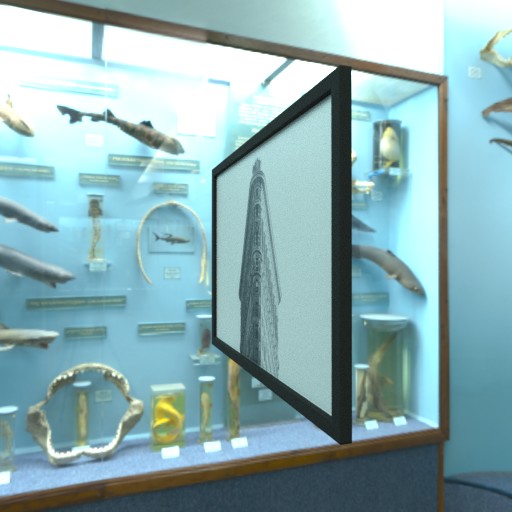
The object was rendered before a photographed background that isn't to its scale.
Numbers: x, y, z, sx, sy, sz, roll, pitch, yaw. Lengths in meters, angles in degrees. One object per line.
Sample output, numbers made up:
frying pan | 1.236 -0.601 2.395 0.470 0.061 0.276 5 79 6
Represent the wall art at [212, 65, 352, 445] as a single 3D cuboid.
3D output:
wall art | 0.000 0.000 1.221 0.026 0.656 0.958 0 0 -19
